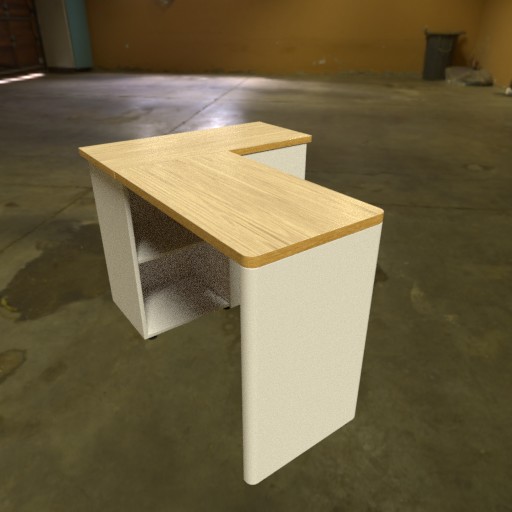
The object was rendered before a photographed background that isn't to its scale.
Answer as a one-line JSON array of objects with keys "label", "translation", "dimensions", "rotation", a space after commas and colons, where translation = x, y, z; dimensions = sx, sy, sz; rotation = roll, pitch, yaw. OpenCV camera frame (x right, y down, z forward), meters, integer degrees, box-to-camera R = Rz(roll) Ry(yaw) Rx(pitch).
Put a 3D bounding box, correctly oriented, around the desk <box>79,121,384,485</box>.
[{"label": "desk", "translation": [0.000, 0.000, 1.763], "dimensions": [0.900, 0.760, 1.170], "rotation": [-19, 33, -32]}]
